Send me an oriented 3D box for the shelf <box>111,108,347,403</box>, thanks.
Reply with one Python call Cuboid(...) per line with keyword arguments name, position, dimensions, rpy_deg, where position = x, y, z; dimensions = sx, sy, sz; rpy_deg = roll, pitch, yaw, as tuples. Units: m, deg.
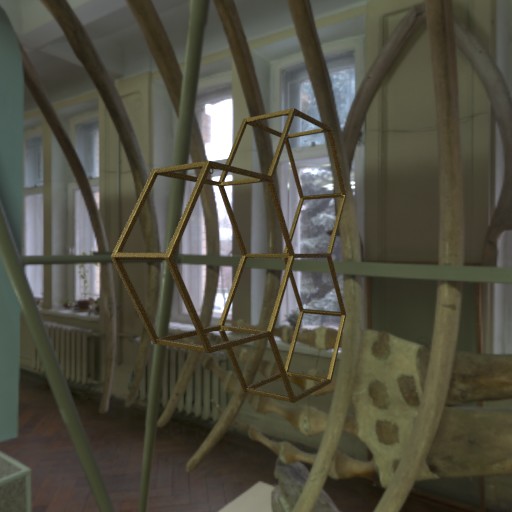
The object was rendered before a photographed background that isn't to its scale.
Cuboid(name="shelf", position=(0.000, 0.000, 1.054), dimensions=(0.150, 0.701, 0.708), rpy_deg=(0, 1, 35))
